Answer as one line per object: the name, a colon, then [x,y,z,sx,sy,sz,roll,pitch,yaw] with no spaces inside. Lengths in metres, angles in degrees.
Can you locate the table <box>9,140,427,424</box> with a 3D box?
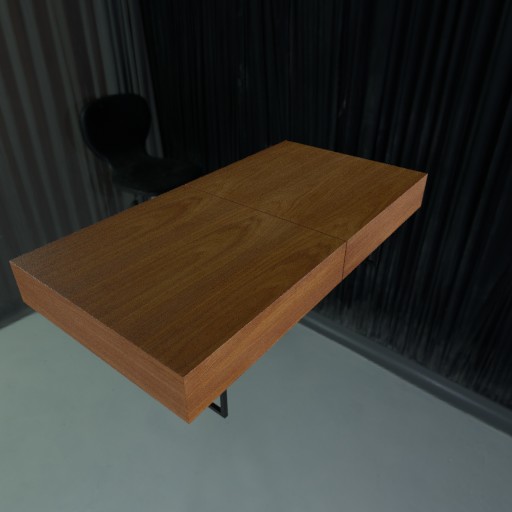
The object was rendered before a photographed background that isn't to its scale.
table: [0.000,0.000,1.418,0.610,0.330,1.194,23,39,31]
